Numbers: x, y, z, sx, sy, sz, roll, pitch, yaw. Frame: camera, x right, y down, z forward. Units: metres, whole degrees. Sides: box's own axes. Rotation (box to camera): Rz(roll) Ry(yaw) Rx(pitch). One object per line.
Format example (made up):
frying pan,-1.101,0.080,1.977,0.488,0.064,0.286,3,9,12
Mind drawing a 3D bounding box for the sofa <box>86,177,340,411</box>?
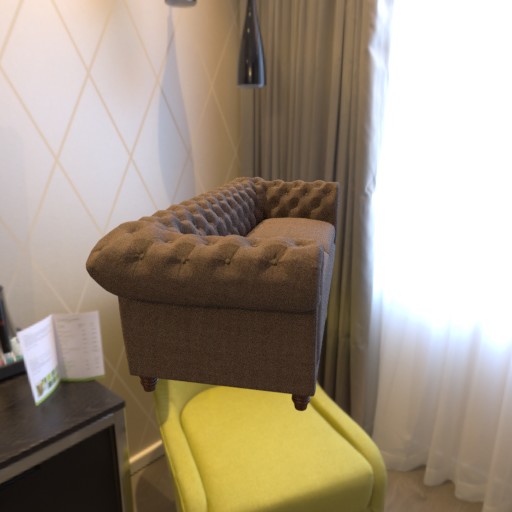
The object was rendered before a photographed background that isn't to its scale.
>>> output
sofa,0.000,0.000,2.771,0.944,0.787,2.385,3,16,11
